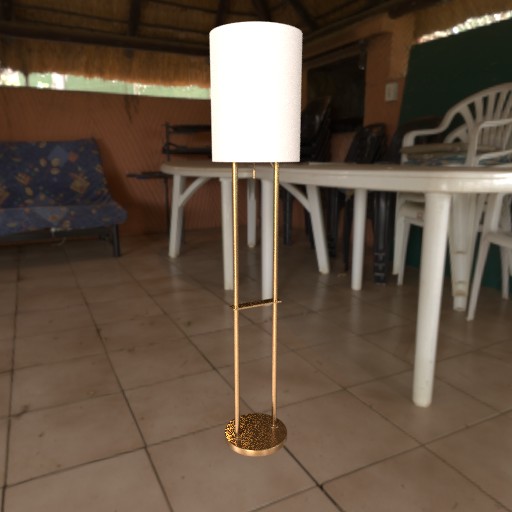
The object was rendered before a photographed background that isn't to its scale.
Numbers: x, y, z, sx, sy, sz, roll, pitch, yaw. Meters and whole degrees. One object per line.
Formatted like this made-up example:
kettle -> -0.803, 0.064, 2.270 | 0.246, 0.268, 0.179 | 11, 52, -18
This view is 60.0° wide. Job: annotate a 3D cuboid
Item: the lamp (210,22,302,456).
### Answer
lamp -> 0.000, 0.000, 1.633 | 0.306, 1.500, 0.305 | -7, 14, -27
